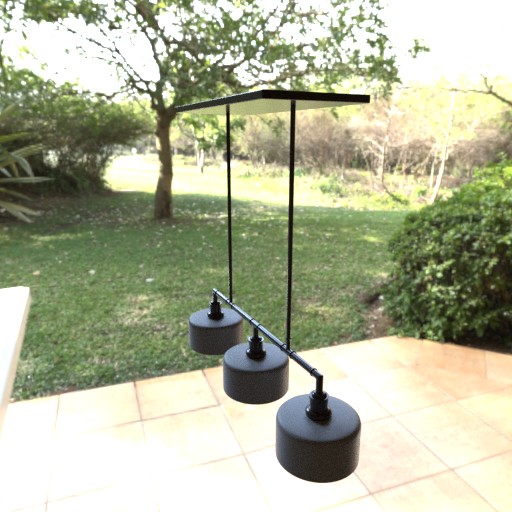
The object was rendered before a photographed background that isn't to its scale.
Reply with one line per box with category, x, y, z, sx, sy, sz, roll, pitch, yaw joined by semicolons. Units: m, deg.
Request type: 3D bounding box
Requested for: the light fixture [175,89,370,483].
light fixture;0.000;0.000;0.846;0.177;0.557;0.582;-7;17;-25
